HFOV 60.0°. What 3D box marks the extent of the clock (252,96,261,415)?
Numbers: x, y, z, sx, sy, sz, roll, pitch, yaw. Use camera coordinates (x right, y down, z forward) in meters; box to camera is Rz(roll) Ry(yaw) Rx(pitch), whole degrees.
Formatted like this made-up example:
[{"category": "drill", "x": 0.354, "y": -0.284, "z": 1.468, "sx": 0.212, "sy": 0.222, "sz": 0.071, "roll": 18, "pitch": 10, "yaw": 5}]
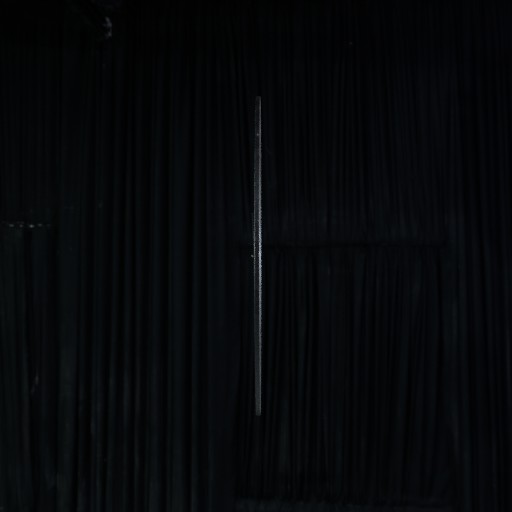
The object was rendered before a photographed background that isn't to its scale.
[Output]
[{"category": "clock", "x": 0.000, "y": 0.000, "z": 1.244, "sx": 0.025, "sy": 0.843, "sz": 0.843, "roll": 0, "pitch": -1, "yaw": 1}]
